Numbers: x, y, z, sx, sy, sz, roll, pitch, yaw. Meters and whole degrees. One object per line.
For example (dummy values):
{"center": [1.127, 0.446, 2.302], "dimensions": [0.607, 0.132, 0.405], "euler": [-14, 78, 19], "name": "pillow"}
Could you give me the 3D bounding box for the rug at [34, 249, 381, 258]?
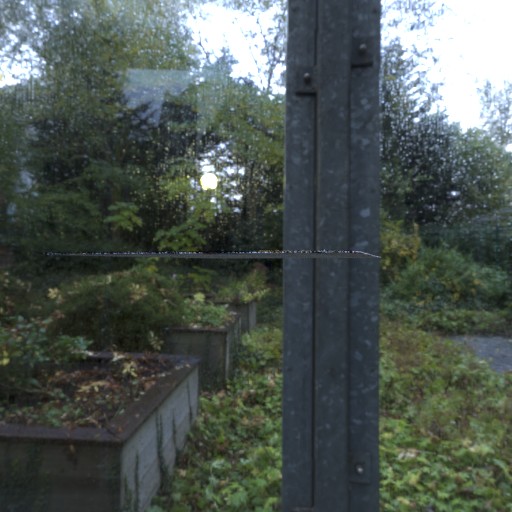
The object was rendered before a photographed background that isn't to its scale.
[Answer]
{"center": [0.000, 0.000, 2.346], "dimensions": [1.217, 0.012, 1.848], "euler": [0, -1, 18], "name": "rug"}
